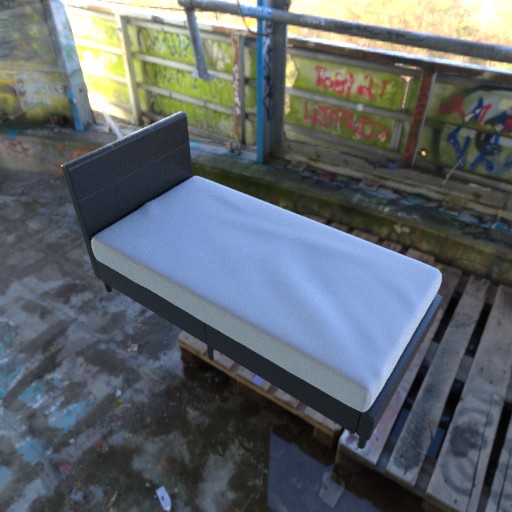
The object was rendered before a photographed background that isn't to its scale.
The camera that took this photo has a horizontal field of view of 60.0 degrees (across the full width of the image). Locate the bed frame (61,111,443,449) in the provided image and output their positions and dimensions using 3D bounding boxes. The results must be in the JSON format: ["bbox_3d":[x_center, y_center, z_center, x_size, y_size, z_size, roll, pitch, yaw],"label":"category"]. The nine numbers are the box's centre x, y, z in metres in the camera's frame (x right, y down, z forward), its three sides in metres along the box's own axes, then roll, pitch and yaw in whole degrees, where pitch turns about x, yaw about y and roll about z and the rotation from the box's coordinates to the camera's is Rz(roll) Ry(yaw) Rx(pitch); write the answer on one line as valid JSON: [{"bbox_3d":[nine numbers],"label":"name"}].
[{"bbox_3d":[0.000,0.000,2.618,2.152,1.046,1.038,25,46,27],"label":"bed frame"}]
